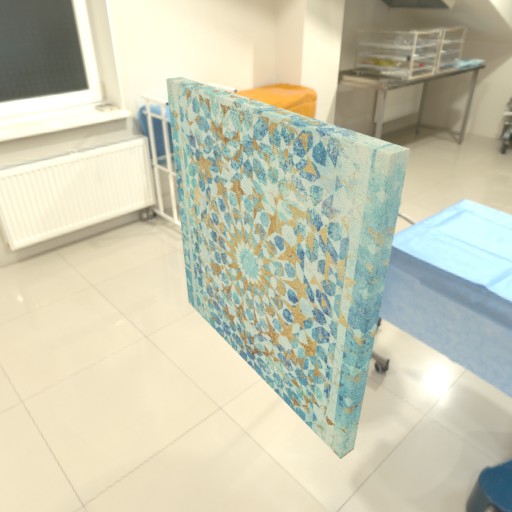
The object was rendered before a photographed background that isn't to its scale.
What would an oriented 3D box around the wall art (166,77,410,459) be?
[{"bbox_3d":[0.000,0.000,0.917,0.040,0.609,0.609,-21,37,-30],"label":"wall art"}]
